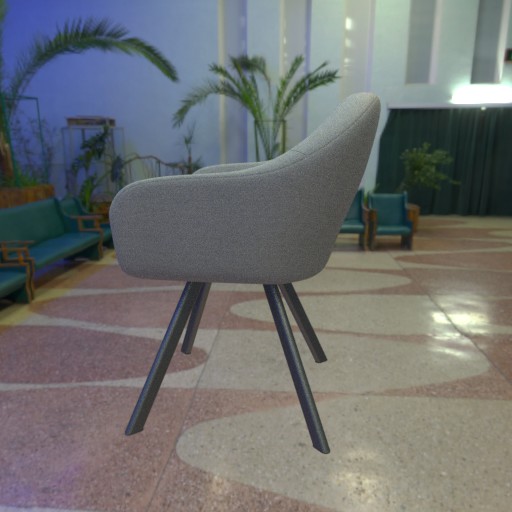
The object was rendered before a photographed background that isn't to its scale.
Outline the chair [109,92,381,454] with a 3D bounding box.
[{"bbox_3d":[0.000,0.000,1.138,0.570,0.780,0.540,2,14,8],"label":"chair"}]
